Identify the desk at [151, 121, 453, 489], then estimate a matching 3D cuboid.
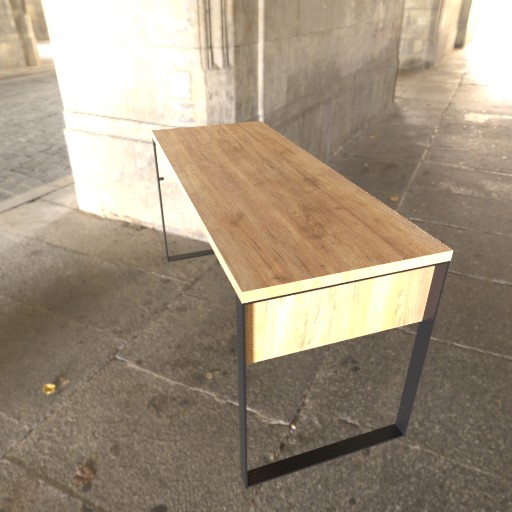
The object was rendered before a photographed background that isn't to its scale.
[{"bbox_3d":[0.000,0.000,1.916,0.600,0.760,1.520,-10,32,-17],"label":"desk"}]
